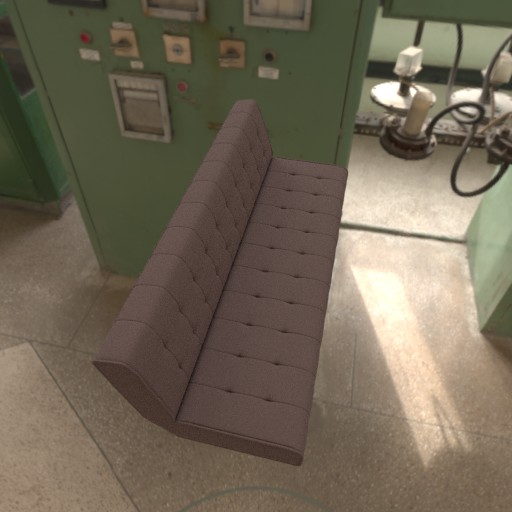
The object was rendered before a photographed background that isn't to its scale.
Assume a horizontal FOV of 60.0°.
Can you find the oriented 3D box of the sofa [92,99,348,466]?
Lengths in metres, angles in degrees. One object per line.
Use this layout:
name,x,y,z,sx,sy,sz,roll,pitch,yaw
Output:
sofa,0.000,0.000,2.125,0.747,0.699,1.703,10,48,9
